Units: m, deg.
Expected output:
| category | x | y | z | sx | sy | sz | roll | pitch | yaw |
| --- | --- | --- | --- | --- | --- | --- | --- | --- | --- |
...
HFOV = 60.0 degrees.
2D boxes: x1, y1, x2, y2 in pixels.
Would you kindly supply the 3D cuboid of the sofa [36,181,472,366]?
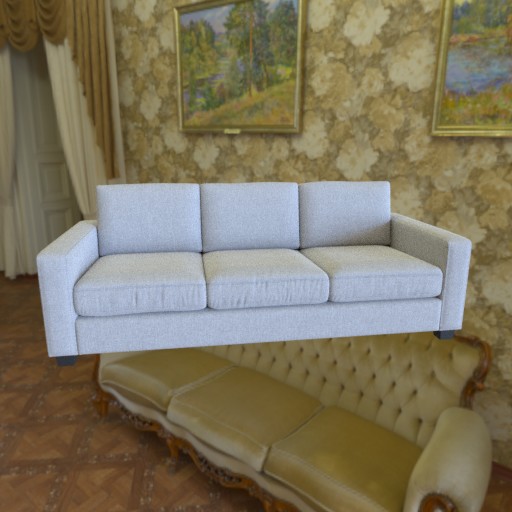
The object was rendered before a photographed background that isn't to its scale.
| category | x | y | z | sx | sy | sz | roll | pitch | yaw |
| --- | --- | --- | --- | --- | --- | --- | --- | --- | --- |
| sofa | 0.000 | 0.000 | 2.566 | 2.120 | 0.800 | 0.900 | -2 | 15 | -8 |
